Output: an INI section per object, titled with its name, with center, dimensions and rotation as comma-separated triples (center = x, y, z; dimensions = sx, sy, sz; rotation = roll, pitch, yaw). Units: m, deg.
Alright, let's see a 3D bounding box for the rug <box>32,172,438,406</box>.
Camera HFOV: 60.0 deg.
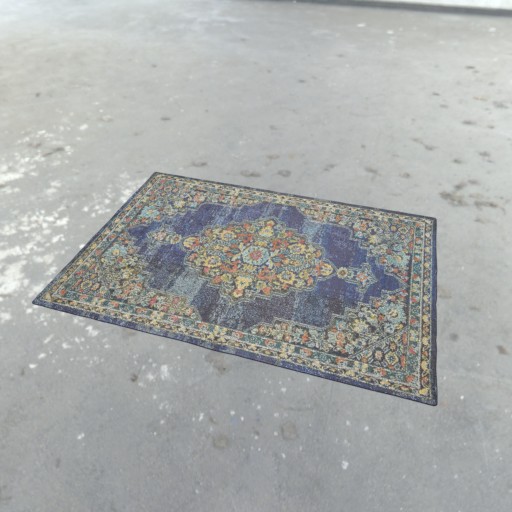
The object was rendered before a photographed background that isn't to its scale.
[rug]
center = 0.000, 0.000, 3.760
dimensions = 2.940, 0.011, 2.053
rotation = 11, 42, 13
